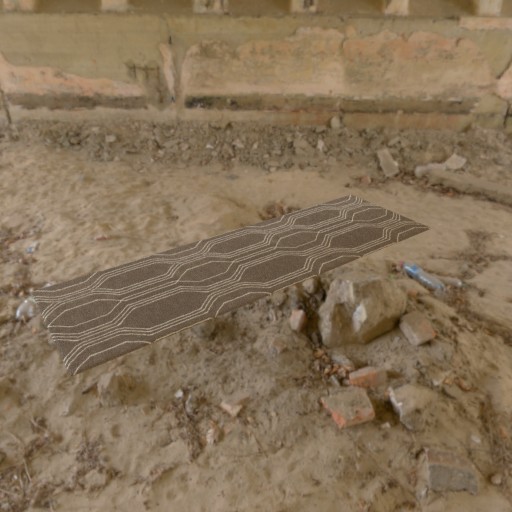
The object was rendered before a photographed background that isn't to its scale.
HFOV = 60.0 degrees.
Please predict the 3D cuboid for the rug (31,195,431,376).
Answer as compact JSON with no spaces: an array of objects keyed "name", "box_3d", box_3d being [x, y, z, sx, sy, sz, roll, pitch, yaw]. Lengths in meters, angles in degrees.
[{"name":"rug","box_3d":[0.000,0.000,2.766,2.464,0.012,0.773,-19,35,-30]}]
